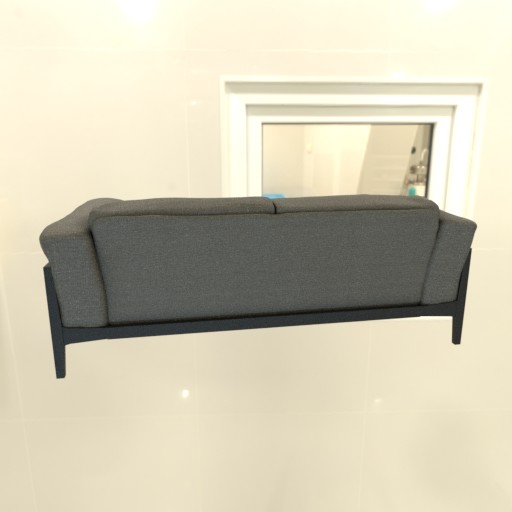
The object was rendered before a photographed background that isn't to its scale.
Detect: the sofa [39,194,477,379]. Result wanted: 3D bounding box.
[{"bbox_3d":[0.000,0.000,2.144,1.690,0.656,0.960,-3,14,-10],"label":"sofa"}]
